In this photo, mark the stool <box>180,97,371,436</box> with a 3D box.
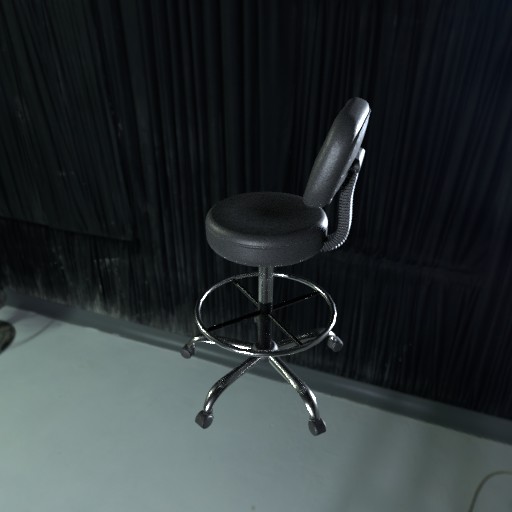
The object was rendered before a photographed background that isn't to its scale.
[{"bbox_3d":[0.000,0.000,1.560,0.658,1.069,0.694,8,30,15],"label":"stool"}]
